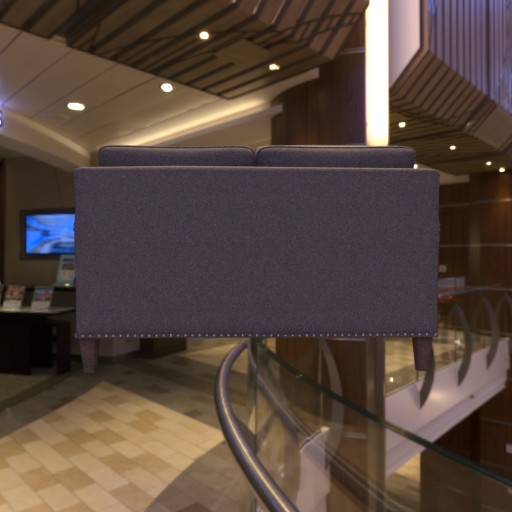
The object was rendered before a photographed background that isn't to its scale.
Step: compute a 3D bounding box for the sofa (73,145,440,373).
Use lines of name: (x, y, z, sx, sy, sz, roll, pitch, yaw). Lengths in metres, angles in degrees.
sofa: (0.000, 0.000, 2.338, 1.597, 1.003, 1.084, 0, 0, -1)
